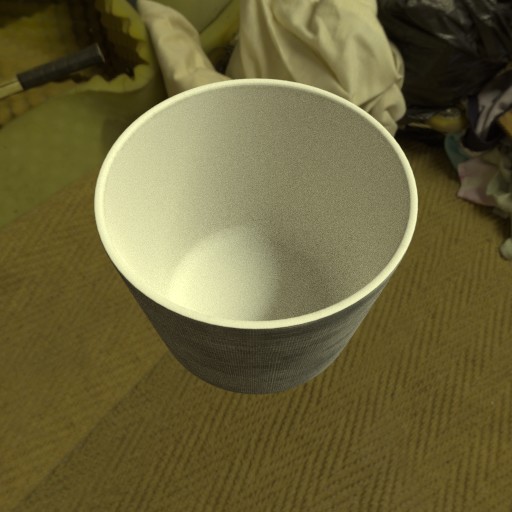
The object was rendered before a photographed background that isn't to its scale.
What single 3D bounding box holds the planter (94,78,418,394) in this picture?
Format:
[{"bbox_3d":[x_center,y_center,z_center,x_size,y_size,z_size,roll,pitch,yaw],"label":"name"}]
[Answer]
[{"bbox_3d":[0.000,0.000,0.780,0.440,0.398,0.440,0,58,0],"label":"planter"}]
